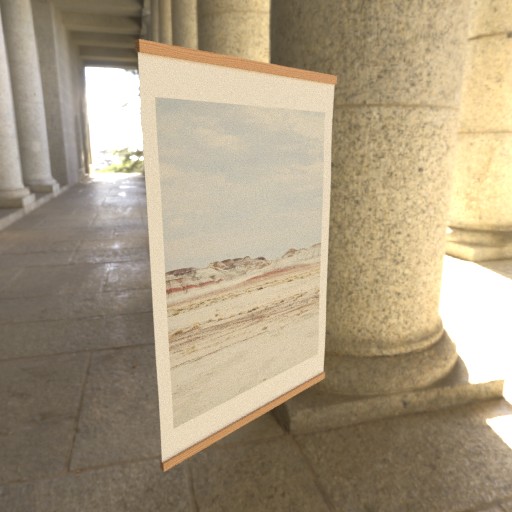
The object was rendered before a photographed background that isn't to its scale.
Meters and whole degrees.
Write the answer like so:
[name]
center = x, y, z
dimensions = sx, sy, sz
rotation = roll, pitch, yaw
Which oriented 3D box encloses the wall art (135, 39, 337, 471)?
[wall art]
center = 0.000, 0.000, 1.867
dimensions = 1.011, 1.521, 0.025
rotation = -13, 19, -43
